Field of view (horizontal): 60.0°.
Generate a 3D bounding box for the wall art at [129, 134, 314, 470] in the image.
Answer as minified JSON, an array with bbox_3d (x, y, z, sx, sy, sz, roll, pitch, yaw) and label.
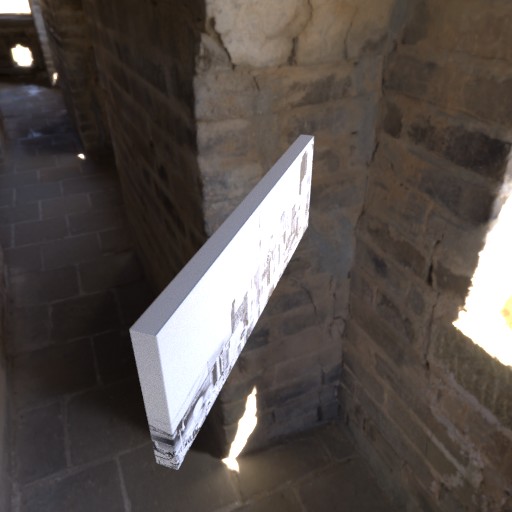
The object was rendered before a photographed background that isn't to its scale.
[{"bbox_3d":[0.000,0.000,0.872,0.036,0.256,0.766,11,34,16],"label":"wall art"}]
